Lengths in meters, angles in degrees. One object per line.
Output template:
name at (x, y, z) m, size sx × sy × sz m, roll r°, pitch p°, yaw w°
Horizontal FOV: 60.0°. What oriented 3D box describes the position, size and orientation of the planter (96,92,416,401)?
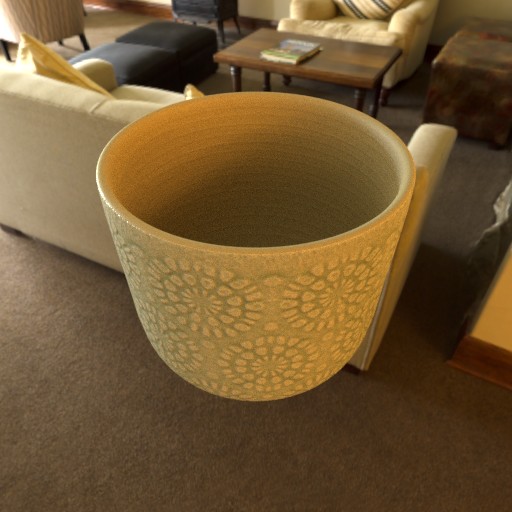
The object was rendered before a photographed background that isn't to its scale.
planter at (0.000, 0.000, 0.292) m, size 0.169 × 0.153 × 0.169 m, roll 0°, pitch 42°, yaw 0°
